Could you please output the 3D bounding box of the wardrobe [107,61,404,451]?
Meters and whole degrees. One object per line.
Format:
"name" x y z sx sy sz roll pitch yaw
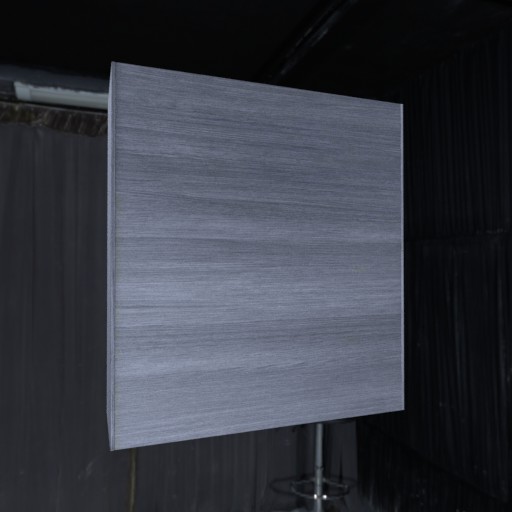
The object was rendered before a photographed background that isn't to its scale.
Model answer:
"wardrobe" 0.000 0.000 2.824 1.780 1.960 0.629 0 -1 -20
